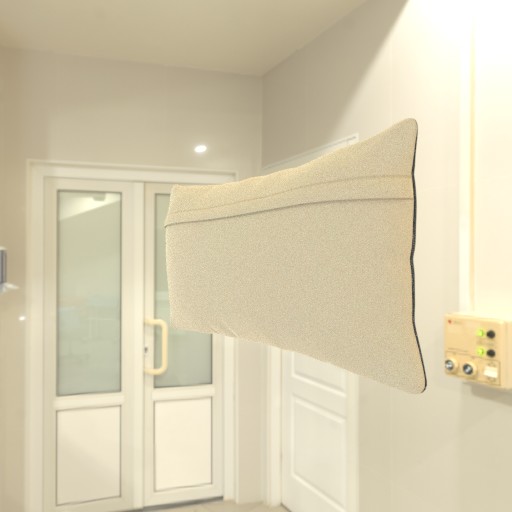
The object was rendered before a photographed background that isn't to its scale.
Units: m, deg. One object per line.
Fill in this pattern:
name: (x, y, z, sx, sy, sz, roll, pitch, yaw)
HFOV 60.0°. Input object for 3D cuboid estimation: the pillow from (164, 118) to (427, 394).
pillow: (0.000, 0.000, 0.715, 0.148, 0.307, 0.604, 0, -1, -37)
